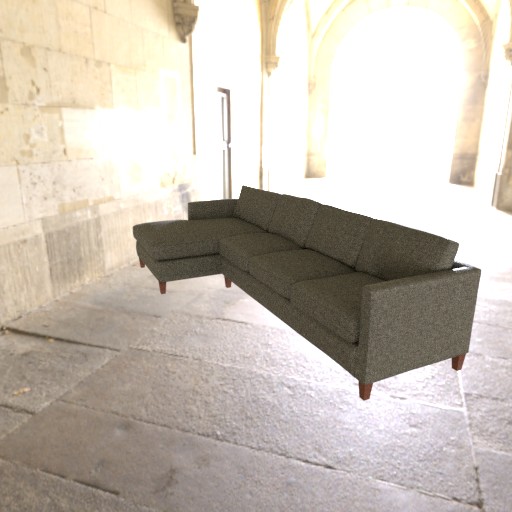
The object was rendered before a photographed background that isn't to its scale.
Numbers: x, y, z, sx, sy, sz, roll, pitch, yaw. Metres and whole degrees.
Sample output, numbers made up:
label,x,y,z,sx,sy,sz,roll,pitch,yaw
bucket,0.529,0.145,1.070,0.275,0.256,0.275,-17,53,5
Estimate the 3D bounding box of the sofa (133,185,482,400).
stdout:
label,x,y,z,sx,sy,sz,roll,pitch,yaw
sofa,0.000,0.000,4.096,1.635,0.960,3.485,-8,18,-25
